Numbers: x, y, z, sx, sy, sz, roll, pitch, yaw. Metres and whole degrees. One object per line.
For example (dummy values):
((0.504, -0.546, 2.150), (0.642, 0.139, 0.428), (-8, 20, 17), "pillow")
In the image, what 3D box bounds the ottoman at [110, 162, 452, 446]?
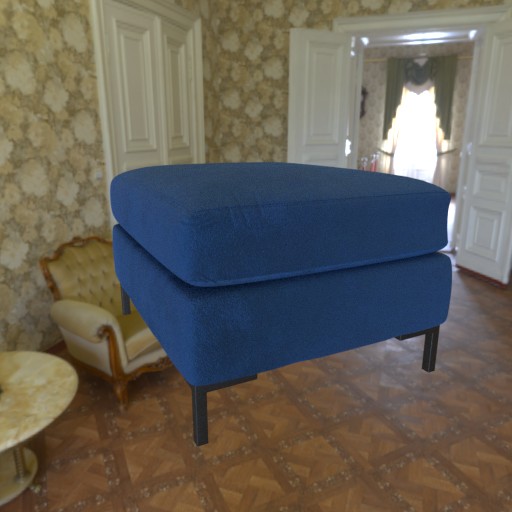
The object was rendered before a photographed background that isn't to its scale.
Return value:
((0.000, 0.000, 1.215), (0.655, 0.485, 0.794), (-7, 17, -26), "ottoman")
